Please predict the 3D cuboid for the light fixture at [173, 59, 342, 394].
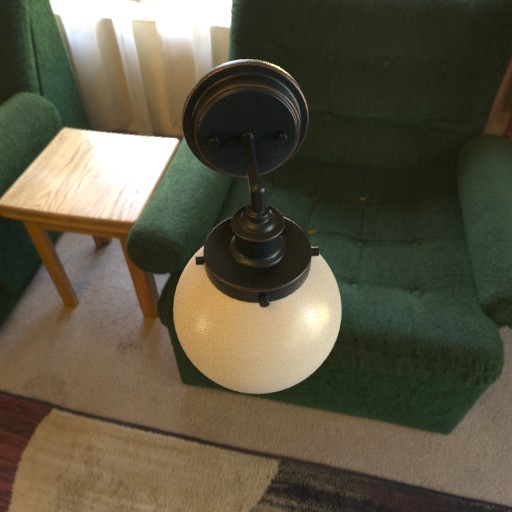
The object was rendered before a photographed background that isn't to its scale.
[{"bbox_3d":[0.000,0.000,0.486,0.197,0.332,0.230,-4,47,-4],"label":"light fixture"}]
